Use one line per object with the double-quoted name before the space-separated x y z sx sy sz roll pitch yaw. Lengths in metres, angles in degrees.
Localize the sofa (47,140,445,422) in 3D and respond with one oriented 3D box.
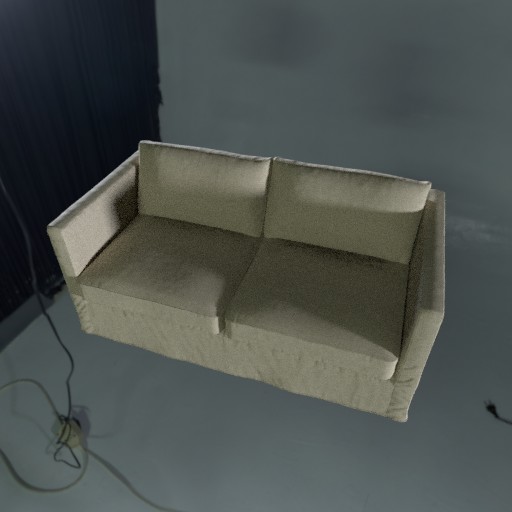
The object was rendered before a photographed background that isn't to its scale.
"sofa" 0.000 0.000 2.313 1.766 0.828 0.956 12 41 14
